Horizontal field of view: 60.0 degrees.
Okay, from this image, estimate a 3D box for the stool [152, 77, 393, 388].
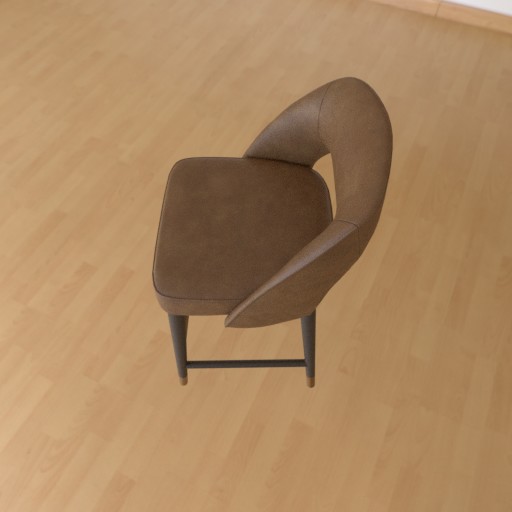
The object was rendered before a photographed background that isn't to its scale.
[{"bbox_3d":[0.000,0.000,1.224,0.509,0.940,0.494,1,57,1],"label":"stool"}]
